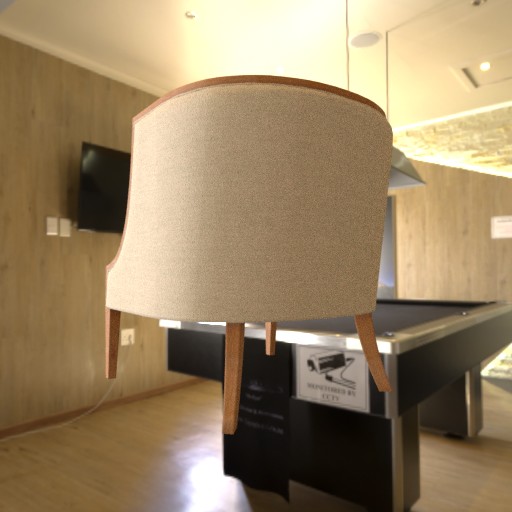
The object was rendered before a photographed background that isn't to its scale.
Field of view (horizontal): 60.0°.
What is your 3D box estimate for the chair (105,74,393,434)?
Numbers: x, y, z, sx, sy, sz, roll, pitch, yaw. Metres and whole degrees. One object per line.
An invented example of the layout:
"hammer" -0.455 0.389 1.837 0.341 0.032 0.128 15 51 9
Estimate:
"chair" 0.000 0.000 1.341 0.711 0.775 0.757 1 -2 -36
